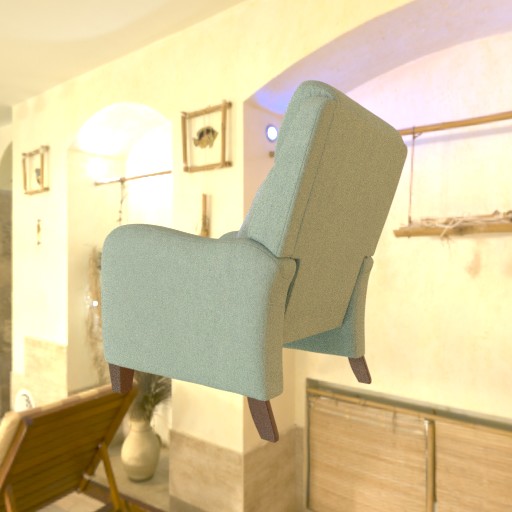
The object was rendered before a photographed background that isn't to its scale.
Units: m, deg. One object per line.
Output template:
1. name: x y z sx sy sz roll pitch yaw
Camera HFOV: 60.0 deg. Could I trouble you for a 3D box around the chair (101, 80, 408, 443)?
1. chair: 0.000 0.000 1.757 0.988 1.067 0.785 0 1 36
